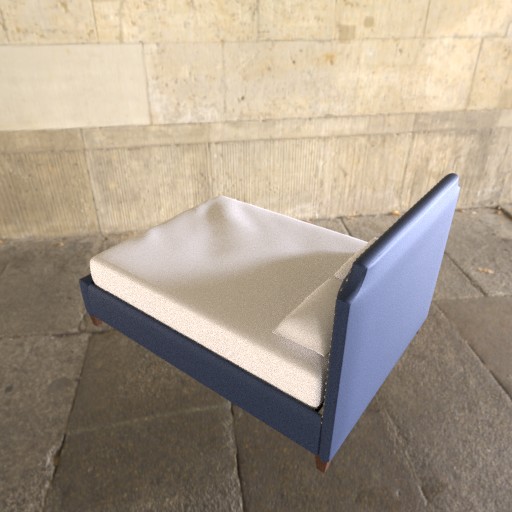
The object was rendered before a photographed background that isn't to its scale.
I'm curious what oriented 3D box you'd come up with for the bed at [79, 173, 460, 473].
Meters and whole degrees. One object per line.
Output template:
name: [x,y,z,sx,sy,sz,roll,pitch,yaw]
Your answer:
bed: [0.000,0.000,3.425,2.372,1.443,1.712,21,37,31]
